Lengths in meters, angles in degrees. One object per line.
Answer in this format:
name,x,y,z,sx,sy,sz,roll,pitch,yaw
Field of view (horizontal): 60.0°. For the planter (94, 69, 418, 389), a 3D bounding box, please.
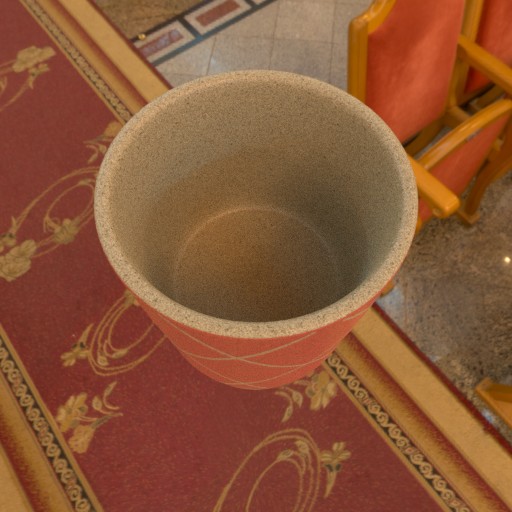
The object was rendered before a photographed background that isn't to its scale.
planter,0.000,0.000,0.417,0.227,0.235,0.227,0,63,0
